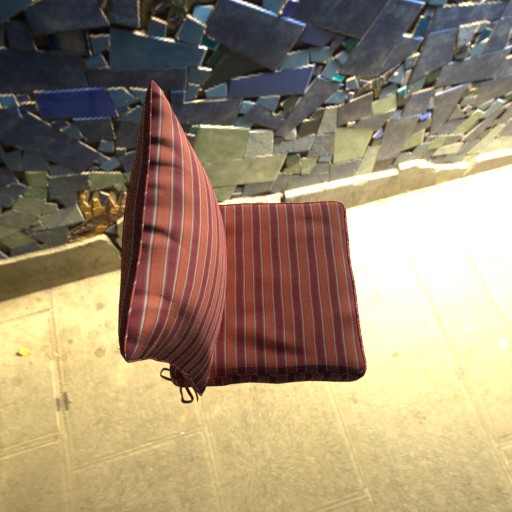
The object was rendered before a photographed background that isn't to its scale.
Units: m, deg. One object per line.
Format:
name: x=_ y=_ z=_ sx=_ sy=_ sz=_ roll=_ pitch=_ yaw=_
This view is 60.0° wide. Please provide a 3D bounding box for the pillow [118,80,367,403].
pillow: x=0.000 y=0.000 z=1.400 sx=0.733 sy=0.723 sz=0.799 roll=-1 pitch=64 yaw=-1
